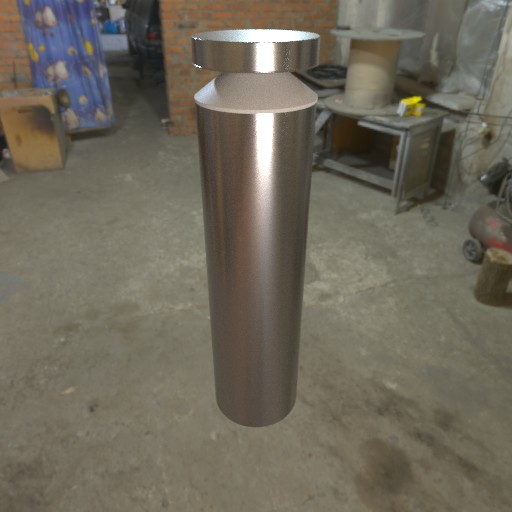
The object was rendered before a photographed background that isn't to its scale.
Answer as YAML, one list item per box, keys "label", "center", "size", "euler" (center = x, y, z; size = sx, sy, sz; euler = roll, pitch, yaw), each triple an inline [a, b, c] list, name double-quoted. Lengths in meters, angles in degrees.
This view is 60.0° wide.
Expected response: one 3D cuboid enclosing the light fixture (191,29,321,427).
- label: "light fixture"
  center: [0.000, 0.000, 0.447]
  size: [0.102, 0.400, 0.102]
  euler: [22, 38, 32]
